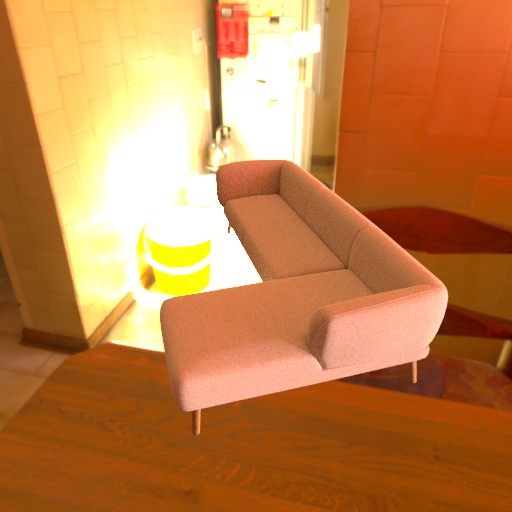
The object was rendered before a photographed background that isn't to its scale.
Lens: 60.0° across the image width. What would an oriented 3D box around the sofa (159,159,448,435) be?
[{"bbox_3d":[0.000,0.000,3.456,1.610,0.730,2.660,-8,30,-14],"label":"sofa"}]
